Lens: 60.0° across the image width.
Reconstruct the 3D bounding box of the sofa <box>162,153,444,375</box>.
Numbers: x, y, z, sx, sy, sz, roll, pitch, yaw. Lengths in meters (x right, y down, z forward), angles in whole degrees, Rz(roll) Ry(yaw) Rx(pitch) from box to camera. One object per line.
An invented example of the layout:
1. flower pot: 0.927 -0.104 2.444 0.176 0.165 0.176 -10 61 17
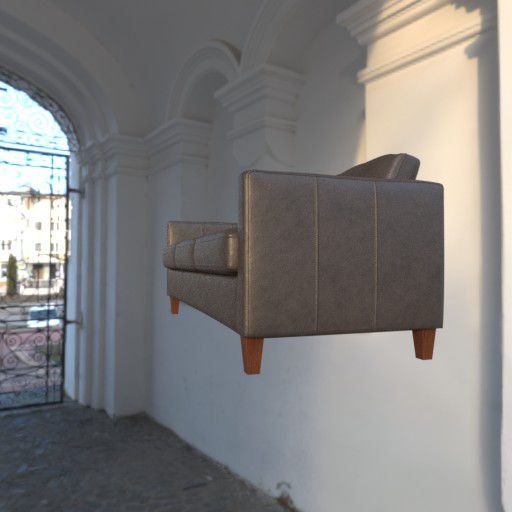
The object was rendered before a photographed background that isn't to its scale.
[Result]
1. sofa: 0.000 0.000 3.030 1.045 1.006 2.464 0 -1 -18
